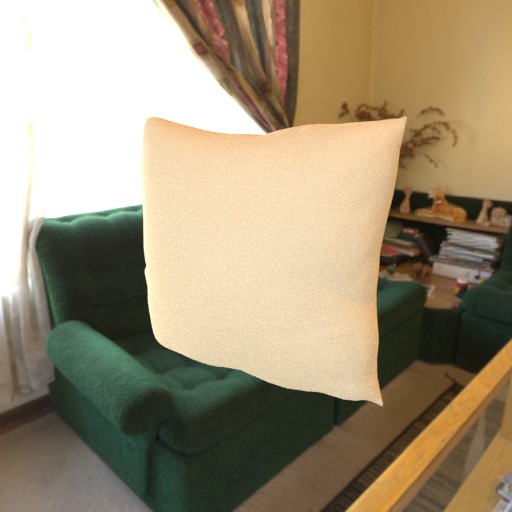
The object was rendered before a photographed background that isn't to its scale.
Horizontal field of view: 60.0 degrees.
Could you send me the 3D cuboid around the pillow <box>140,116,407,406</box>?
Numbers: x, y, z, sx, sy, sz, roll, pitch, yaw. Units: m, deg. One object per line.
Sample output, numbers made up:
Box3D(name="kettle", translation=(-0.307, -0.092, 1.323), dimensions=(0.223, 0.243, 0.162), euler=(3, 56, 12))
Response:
Box3D(name="pillow", translation=(0.000, 0.000, 0.741), dimensions=(0.450, 0.448, 0.245), euler=(8, 18, 26))
